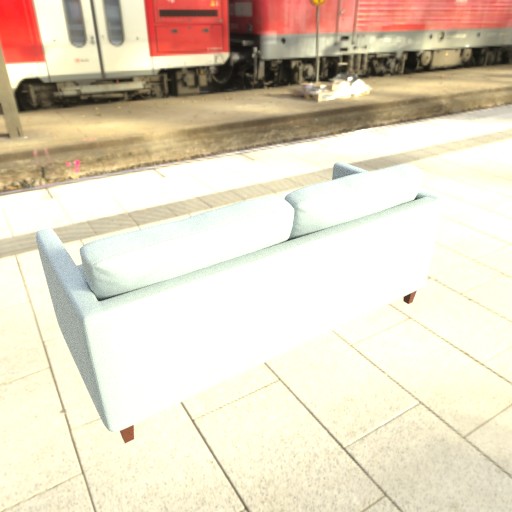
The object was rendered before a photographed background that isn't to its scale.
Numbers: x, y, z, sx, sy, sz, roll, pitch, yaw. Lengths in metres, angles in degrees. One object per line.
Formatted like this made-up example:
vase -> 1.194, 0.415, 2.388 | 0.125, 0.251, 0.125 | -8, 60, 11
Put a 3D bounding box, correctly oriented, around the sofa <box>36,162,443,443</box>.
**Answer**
sofa -> 0.000, 0.000, 2.650 | 2.208, 0.965, 0.951 | -18, 34, -29
